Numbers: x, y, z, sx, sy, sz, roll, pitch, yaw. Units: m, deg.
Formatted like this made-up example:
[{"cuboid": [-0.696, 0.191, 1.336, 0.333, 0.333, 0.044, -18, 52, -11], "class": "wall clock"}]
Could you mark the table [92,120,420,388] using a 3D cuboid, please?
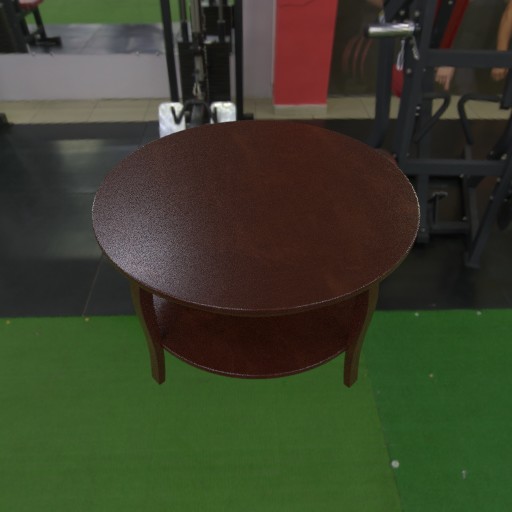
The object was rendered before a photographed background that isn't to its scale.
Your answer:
[{"cuboid": [0.000, 0.000, 1.441, 0.911, 0.512, 0.911, 0, 42, 0], "class": "table"}]
